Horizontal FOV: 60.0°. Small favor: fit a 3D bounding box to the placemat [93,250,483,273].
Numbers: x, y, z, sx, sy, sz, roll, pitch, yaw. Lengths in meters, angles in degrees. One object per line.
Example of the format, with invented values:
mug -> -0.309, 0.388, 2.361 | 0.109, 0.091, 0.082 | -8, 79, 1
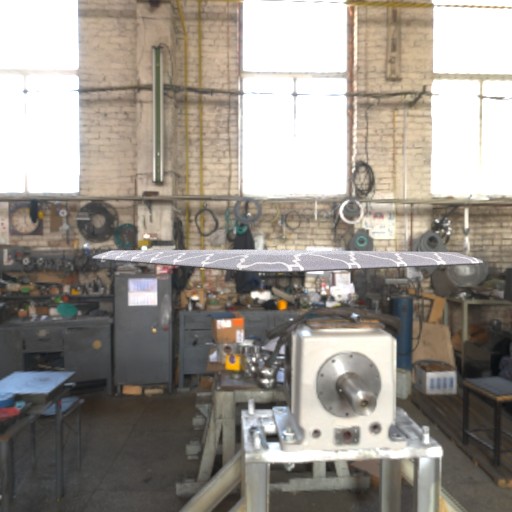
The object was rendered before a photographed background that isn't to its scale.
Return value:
placemat -> 0.000, 0.000, 0.969 | 0.508, 0.021, 0.762 | -1, 2, -35
